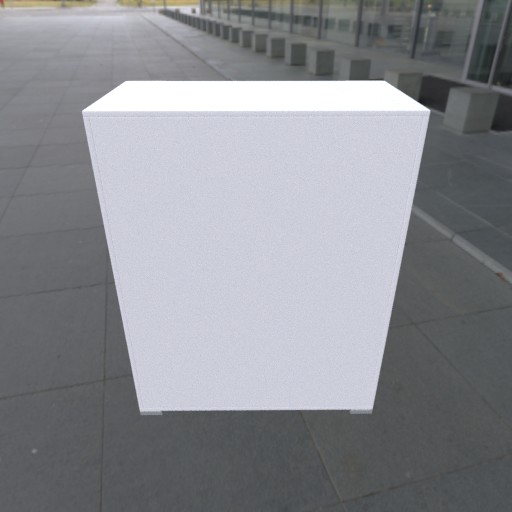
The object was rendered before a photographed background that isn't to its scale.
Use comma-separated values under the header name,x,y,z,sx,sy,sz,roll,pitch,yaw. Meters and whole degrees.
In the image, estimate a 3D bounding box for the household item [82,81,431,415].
name,x,y,z,sx,sy,sz,roll,pitch,yaw
household item,0.000,0.000,1.441,0.790,1.010,0.420,0,30,0
